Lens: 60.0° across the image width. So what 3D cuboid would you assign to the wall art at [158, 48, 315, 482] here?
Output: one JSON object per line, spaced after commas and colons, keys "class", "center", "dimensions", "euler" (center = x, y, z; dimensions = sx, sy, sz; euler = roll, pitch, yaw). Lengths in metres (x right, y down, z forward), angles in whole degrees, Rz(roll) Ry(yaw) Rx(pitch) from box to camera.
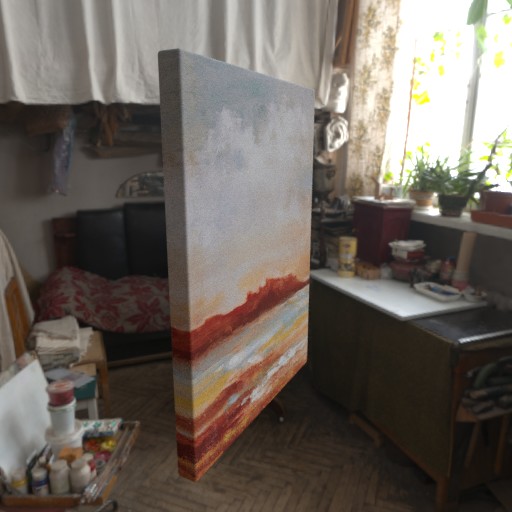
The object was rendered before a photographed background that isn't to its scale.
{"class": "wall art", "center": [0.000, 0.000, 0.791], "dimensions": [0.035, 0.605, 0.443], "euler": [7, 16, 28]}
